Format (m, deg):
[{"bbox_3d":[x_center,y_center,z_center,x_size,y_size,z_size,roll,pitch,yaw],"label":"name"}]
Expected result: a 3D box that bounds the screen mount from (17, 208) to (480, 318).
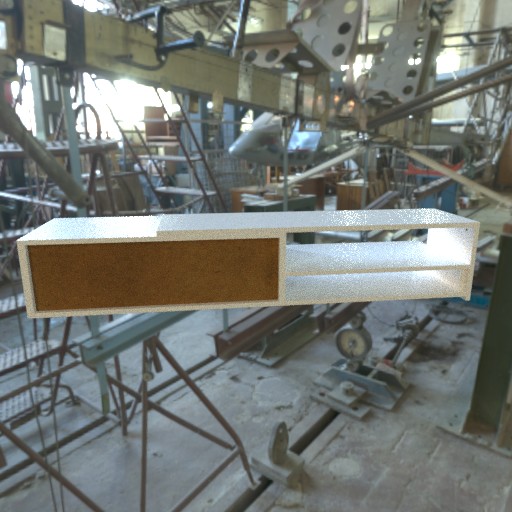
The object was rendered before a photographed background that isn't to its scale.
[{"bbox_3d":[0.000,0.000,1.834,1.680,0.320,0.420,-2,15,-7],"label":"screen mount"}]
